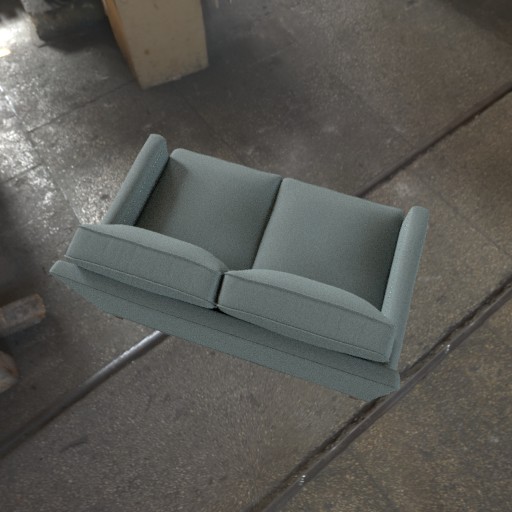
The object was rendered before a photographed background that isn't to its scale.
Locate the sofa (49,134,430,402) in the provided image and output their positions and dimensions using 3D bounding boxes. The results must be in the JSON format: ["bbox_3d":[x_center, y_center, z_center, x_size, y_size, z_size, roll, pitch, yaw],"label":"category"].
[{"bbox_3d":[0.000,0.000,2.304,1.597,1.003,1.084,17,64,8],"label":"sofa"}]
